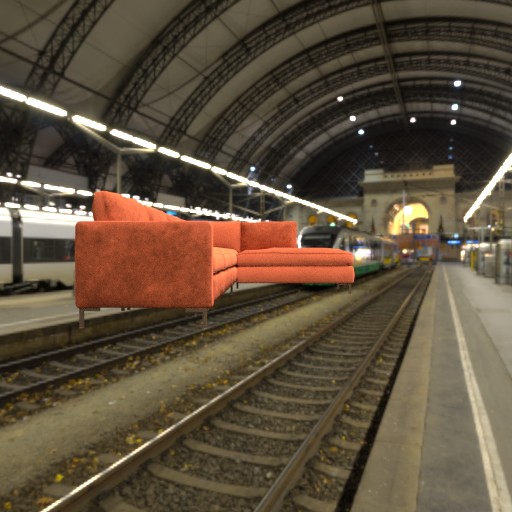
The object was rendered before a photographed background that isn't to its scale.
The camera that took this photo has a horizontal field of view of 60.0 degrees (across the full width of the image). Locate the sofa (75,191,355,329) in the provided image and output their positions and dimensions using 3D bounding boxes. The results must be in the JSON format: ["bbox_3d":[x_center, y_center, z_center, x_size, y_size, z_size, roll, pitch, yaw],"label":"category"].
[{"bbox_3d":[0.000,0.000,3.674,1.879,0.757,2.736,0,0,1],"label":"sofa"}]
